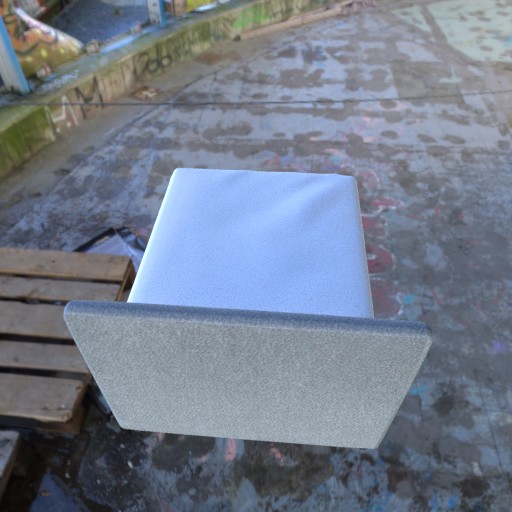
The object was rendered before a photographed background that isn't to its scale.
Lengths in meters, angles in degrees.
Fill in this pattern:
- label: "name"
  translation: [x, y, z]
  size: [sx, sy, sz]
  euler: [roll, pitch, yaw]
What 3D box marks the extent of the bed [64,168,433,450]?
- label: "bed"
  translation: [0.000, 0.000, 3.124]
  size: [1.723, 1.330, 2.142]
  euler: [3, 46, 3]
